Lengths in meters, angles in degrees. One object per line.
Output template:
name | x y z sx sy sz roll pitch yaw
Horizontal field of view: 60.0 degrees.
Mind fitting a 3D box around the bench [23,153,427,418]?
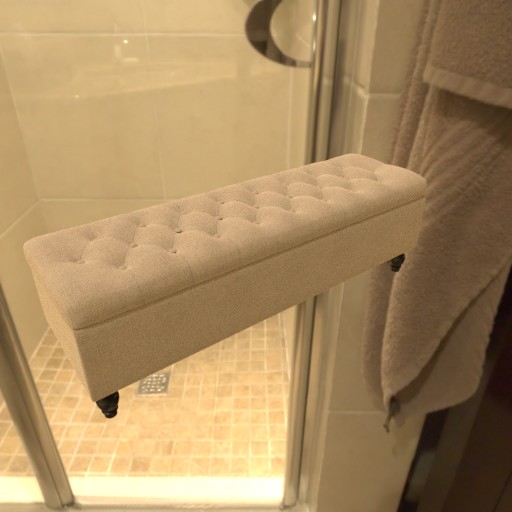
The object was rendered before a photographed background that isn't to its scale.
bench | 0.000 0.000 1.691 1.480 0.467 0.455 -21 36 -32
